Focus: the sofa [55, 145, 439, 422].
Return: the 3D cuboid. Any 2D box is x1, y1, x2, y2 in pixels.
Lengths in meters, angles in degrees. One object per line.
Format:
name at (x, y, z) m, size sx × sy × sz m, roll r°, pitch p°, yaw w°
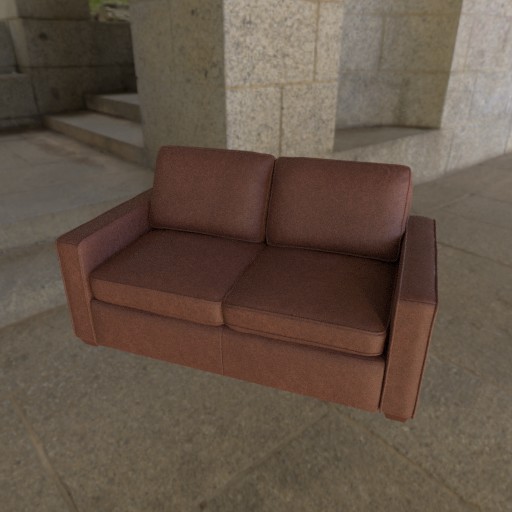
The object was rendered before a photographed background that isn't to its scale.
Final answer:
sofa at (0.000, 0.000, 2.261) m, size 1.709 × 0.918 × 0.947 m, roll 9°, pitch 27°, yaw 17°
